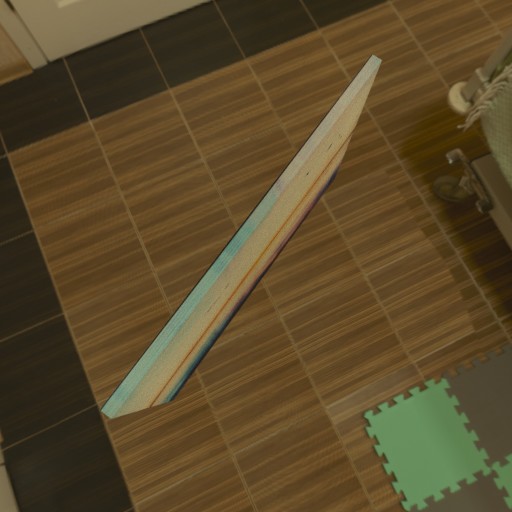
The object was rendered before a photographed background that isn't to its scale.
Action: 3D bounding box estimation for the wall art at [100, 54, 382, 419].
[{"bbox_3d":[0.000,0.000,0.775,0.018,0.402,0.604,35,78,9],"label":"wall art"}]
